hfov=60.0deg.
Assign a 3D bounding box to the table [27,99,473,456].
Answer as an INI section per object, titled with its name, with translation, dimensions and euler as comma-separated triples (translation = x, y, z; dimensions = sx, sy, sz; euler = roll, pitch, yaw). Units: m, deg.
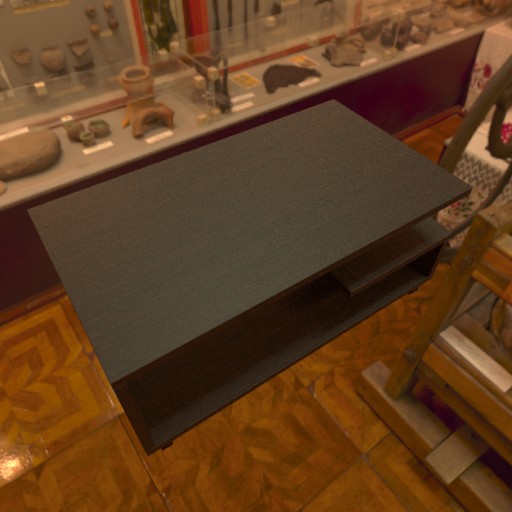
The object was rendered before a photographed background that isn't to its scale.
[table]
translation = 0.000, 0.000, 1.361
dimensions = 1.050, 0.460, 0.590
euler = -26, 53, -22
